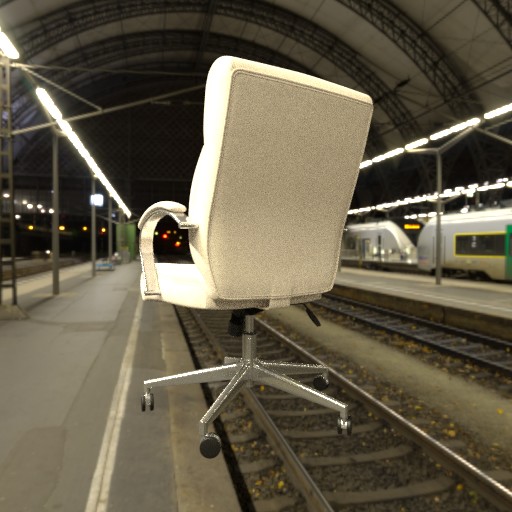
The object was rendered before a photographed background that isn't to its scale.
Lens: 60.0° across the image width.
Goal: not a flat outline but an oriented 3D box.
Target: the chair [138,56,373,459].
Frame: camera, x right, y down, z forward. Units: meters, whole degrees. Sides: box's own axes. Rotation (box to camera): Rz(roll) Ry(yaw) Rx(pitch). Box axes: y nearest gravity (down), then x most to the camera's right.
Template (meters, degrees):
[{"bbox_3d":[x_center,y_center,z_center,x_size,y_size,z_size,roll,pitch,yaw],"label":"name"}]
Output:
[{"bbox_3d":[0.000,0.000,1.590,0.727,1.099,0.745,-1,1,-34],"label":"chair"}]
